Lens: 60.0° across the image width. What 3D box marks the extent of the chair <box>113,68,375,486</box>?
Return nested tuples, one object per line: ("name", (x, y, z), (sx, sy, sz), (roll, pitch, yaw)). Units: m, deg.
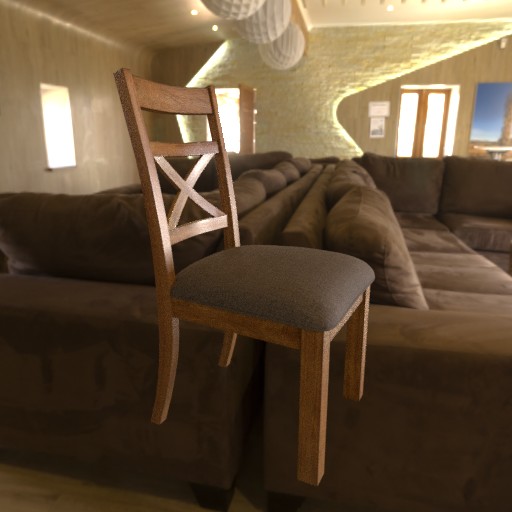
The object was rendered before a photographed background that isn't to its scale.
("chair", (0.000, 0.000, 1.226), (0.581, 0.949, 0.470), (7, 16, 26))
